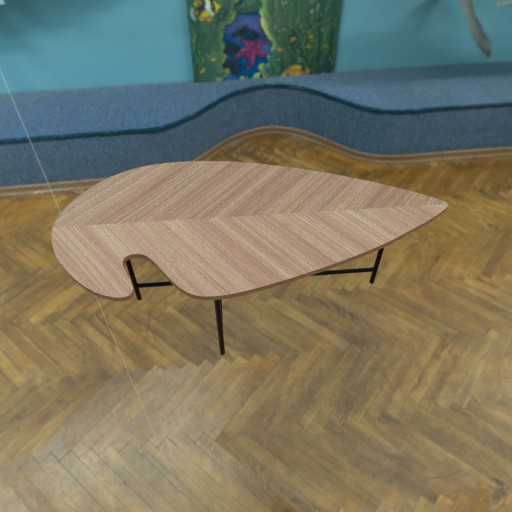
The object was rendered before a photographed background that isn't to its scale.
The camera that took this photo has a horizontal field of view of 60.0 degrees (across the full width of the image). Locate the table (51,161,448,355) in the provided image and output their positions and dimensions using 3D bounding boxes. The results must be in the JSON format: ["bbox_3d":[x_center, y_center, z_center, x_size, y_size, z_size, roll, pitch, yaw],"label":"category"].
[{"bbox_3d":[0.000,0.000,1.470,1.199,0.360,0.598,-4,47,-4],"label":"table"}]
